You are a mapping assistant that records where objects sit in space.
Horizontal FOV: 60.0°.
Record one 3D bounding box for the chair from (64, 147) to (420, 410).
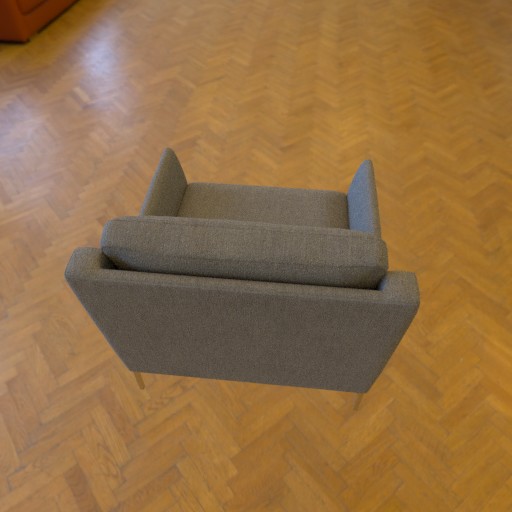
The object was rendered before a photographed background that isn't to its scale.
[{"bbox_3d":[0.000,0.000,1.525,0.847,0.828,0.849,4,47,4],"label":"chair"}]
